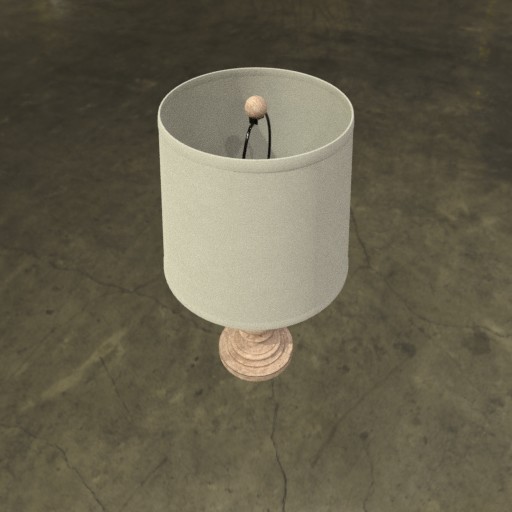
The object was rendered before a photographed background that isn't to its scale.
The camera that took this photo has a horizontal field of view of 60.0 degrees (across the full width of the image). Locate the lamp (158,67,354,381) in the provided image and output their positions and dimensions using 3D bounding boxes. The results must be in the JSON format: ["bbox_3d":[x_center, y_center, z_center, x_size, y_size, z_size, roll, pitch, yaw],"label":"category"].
[{"bbox_3d":[0.000,0.000,0.664,0.273,0.497,0.273,0,45,0],"label":"lamp"}]
